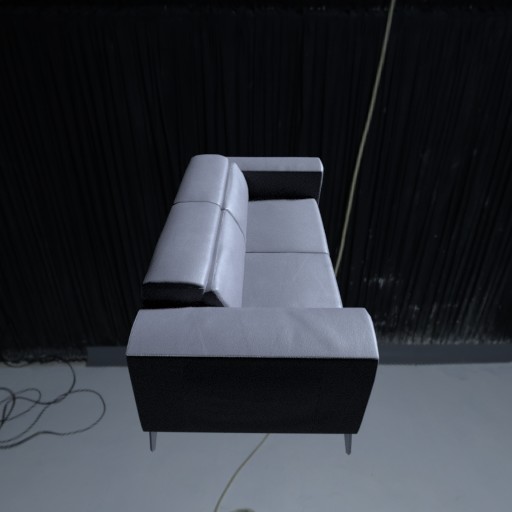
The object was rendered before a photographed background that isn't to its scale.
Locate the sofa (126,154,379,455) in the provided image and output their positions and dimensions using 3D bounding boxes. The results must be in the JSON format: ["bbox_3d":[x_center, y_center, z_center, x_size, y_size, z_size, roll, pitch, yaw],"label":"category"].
[{"bbox_3d":[0.000,0.000,2.867,1.048,0.814,2.330,0,32,1],"label":"sofa"}]
